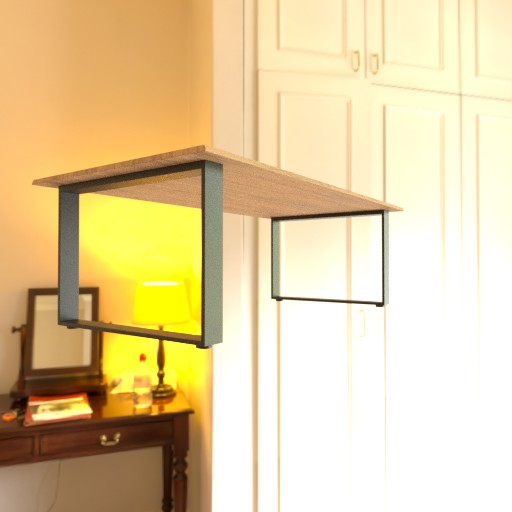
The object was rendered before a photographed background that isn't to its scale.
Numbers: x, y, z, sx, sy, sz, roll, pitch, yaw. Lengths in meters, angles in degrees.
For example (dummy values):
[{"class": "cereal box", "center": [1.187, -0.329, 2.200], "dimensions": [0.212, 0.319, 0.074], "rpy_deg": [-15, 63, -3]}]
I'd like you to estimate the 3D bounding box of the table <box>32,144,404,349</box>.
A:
[{"class": "table", "center": [0.000, 0.000, 1.658], "dimensions": [0.693, 0.445, 1.331], "rpy_deg": [-1, -1, 36]}]
